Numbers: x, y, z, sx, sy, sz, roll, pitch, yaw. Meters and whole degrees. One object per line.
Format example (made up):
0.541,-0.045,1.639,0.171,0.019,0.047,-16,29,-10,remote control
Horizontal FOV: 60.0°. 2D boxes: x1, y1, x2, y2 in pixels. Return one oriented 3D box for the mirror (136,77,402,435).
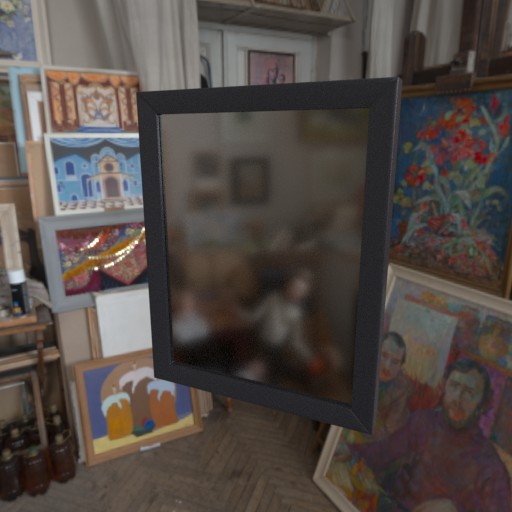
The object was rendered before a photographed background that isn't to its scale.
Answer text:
0.000,0.000,0.708,0.405,0.508,0.041,7,16,24,mirror
